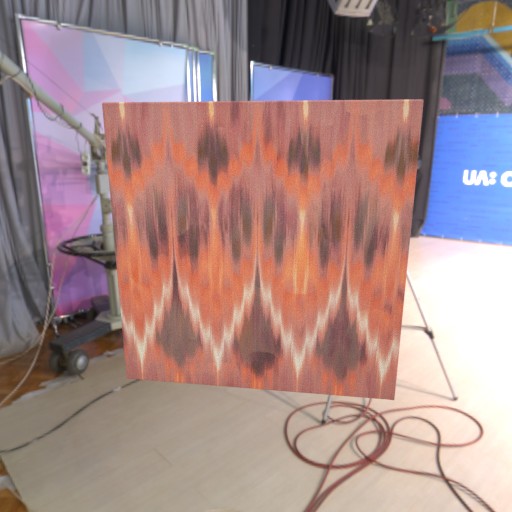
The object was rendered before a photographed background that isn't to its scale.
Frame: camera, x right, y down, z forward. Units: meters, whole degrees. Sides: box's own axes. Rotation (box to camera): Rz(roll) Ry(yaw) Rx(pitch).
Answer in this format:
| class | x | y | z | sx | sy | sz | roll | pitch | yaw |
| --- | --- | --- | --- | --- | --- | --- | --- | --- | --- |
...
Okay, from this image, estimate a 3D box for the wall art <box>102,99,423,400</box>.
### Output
| class | x | y | z | sx | sy | sz | roll | pitch | yaw |
| --- | --- | --- | --- | --- | --- | --- | --- | --- | --- |
| wall art | 0.000 | 0.000 | 0.923 | 0.603 | 0.609 | 0.037 | 2 | 16 | 8 |
